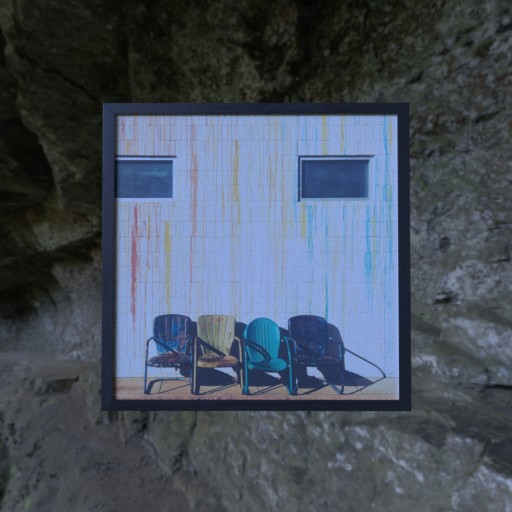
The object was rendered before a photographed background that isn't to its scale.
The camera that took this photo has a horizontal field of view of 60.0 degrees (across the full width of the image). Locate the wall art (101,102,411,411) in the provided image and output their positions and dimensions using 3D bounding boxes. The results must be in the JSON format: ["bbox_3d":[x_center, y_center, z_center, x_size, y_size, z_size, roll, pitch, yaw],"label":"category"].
[{"bbox_3d":[0.000,0.000,1.115,0.763,0.763,0.039,0,-1,0],"label":"wall art"}]
